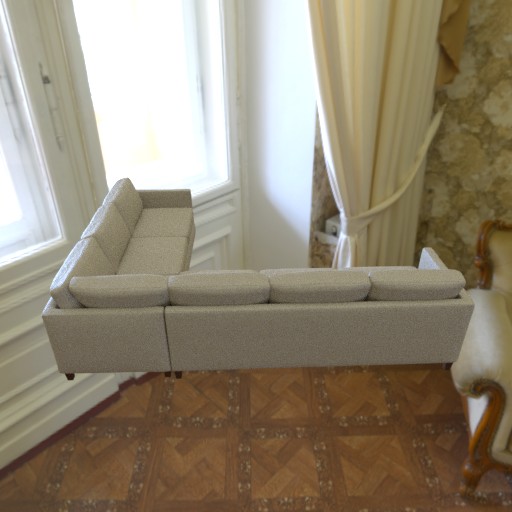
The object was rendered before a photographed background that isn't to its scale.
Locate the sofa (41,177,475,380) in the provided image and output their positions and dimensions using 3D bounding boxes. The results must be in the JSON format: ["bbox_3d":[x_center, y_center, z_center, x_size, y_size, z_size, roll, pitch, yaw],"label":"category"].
[{"bbox_3d":[0.000,0.000,4.518,3.333,0.934,2.522,-1,30,-2],"label":"sofa"}]
